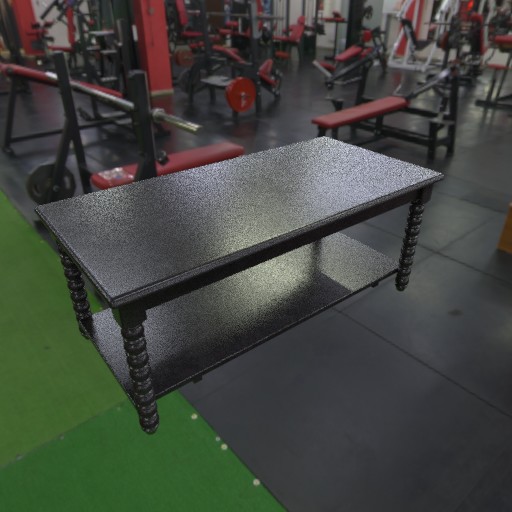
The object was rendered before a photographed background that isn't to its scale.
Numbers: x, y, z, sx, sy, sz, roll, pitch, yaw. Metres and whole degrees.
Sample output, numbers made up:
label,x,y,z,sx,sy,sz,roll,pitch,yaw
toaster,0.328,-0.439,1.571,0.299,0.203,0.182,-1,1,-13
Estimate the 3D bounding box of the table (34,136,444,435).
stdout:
label,x,y,z,sx,sy,sz,roll,pitch,yaw
table,0.000,0.000,1.504,1.171,0.487,0.580,-22,37,-31
